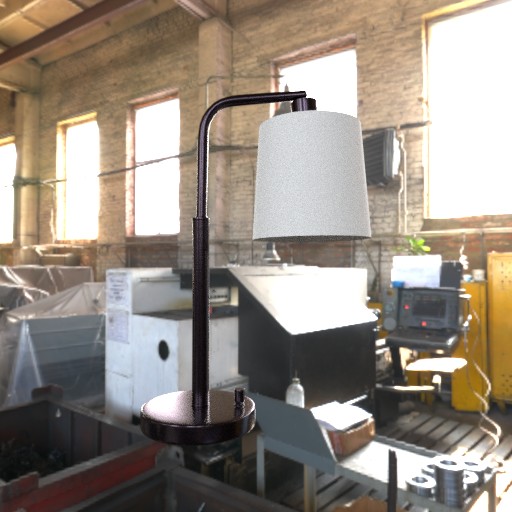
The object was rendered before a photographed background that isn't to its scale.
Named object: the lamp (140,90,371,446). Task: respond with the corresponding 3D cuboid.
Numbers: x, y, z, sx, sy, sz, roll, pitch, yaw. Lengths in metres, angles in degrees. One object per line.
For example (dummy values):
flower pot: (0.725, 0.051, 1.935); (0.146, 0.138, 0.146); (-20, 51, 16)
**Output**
lamp: (0.000, 0.000, 0.650); (0.333, 0.489, 0.171); (0, -1, 0)
